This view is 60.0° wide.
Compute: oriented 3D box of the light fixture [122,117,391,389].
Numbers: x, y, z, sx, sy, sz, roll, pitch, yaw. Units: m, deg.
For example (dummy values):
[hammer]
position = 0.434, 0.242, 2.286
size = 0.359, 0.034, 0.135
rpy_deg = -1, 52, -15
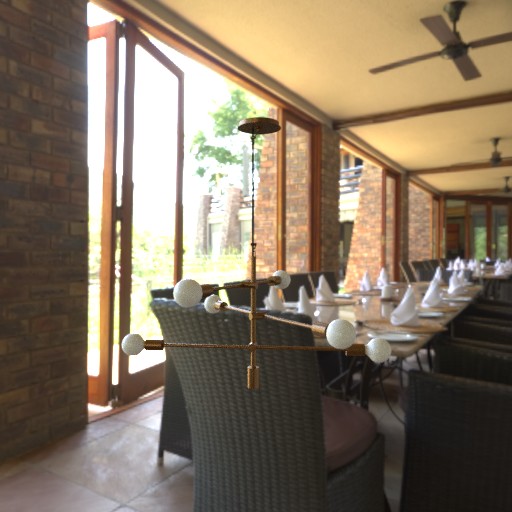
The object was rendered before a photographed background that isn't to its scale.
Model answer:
[light fixture]
position = 0.000, 0.000, 1.243
size = 0.682, 0.744, 0.637
rpy_deg = 0, 0, 35
